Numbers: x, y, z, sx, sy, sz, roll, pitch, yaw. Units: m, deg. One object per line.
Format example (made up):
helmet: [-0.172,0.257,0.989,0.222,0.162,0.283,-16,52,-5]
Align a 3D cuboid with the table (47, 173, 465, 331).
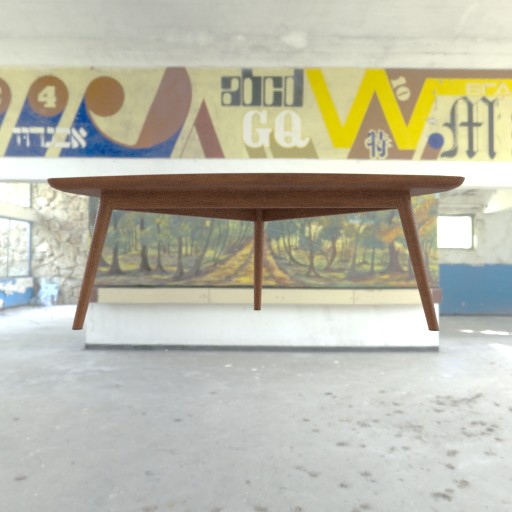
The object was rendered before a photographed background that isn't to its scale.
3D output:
table: [0.000,0.000,1.289,1.008,0.365,0.601,0,-1,1]
